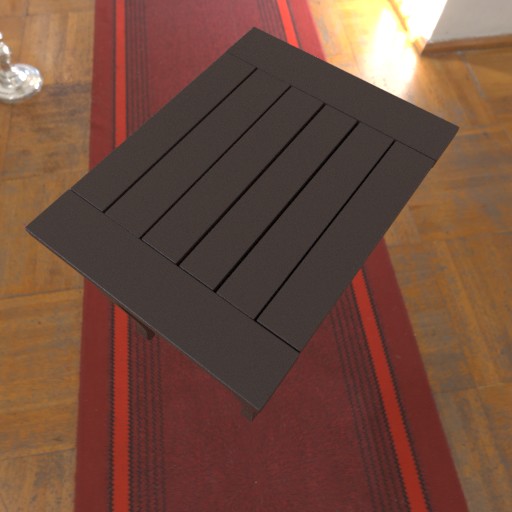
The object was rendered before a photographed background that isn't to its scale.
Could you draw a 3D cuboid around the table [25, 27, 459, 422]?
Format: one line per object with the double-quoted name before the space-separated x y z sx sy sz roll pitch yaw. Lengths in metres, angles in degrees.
"table" 0.000 0.000 1.011 0.460 0.605 0.602 34 68 16
